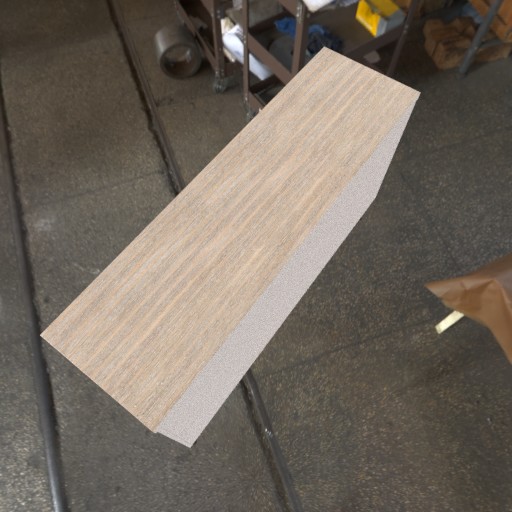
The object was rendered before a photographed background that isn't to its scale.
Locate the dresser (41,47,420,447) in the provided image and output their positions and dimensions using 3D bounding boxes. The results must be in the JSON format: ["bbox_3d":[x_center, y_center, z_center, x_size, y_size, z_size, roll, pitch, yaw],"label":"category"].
[{"bbox_3d":[0.000,0.000,1.906,0.457,0.914,1.524,33,68,16],"label":"dresser"}]
